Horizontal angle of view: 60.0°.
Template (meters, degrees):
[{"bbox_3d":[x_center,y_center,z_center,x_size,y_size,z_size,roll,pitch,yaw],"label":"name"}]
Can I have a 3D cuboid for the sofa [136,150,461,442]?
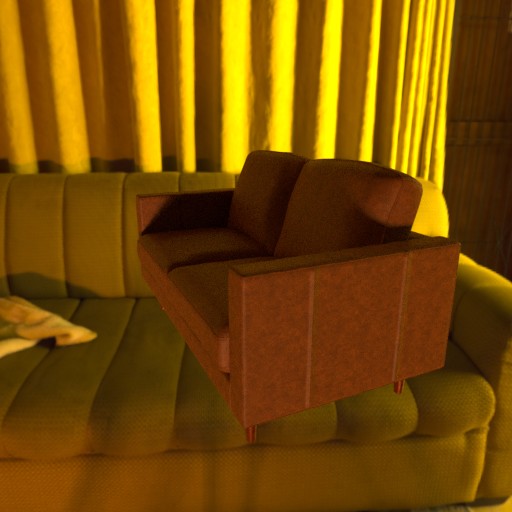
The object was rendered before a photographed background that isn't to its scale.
[{"bbox_3d":[0.000,0.000,2.161,0.909,0.951,1.578,-8,19,-24],"label":"sofa"}]
